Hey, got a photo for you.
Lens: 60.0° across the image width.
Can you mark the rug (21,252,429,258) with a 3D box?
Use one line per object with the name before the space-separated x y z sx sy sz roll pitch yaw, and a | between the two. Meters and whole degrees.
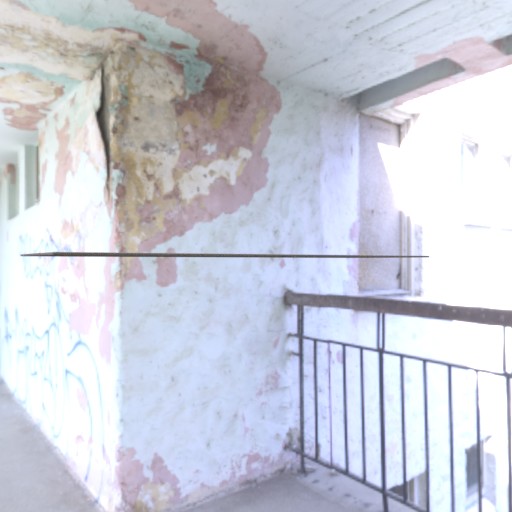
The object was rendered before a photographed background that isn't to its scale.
rug | 0.000 0.000 2.682 2.448 0.012 0.769 0 -1 -36
